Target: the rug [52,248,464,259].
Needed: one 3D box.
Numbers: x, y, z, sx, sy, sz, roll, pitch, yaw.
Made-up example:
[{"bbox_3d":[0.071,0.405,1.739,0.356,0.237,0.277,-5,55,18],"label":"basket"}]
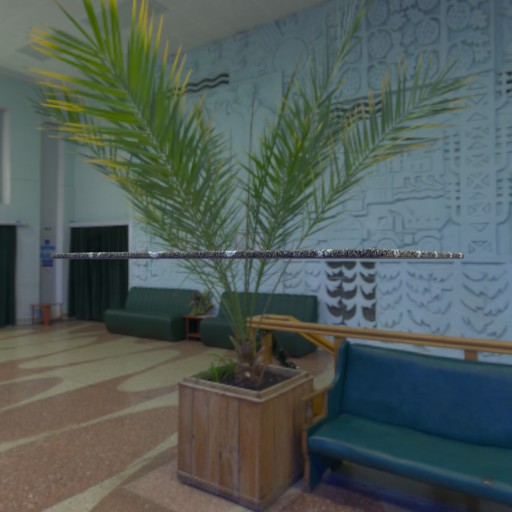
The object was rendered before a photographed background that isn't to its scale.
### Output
[{"bbox_3d":[0.000,0.000,2.306,1.778,0.030,1.219,0,-1,35],"label":"rug"}]
